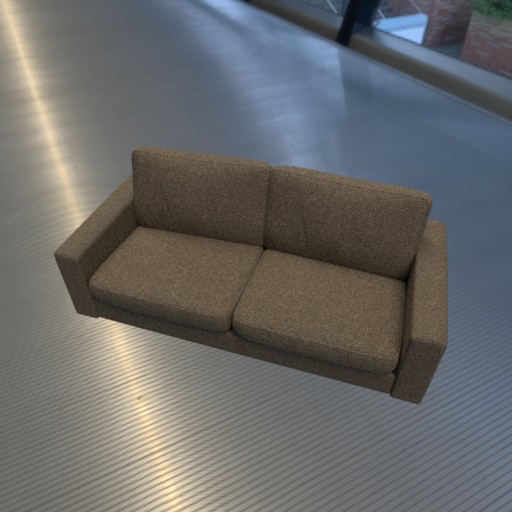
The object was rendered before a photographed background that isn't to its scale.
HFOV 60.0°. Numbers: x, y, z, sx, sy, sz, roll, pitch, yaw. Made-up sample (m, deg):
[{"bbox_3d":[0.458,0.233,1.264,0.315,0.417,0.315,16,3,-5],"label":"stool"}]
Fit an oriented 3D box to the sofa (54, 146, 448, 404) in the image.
[{"bbox_3d":[0.000,0.000,2.720,2.179,0.873,1.016,12,43,13],"label":"sofa"}]
